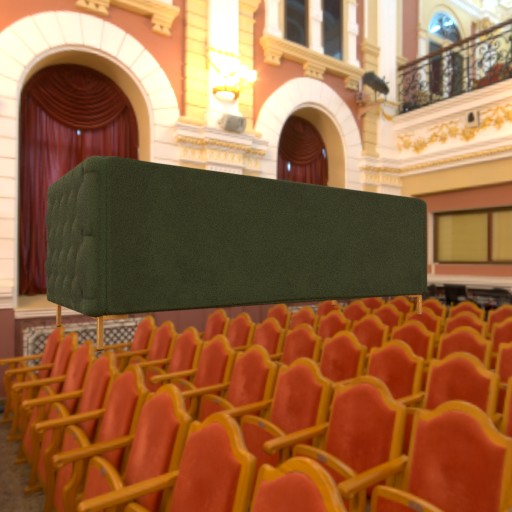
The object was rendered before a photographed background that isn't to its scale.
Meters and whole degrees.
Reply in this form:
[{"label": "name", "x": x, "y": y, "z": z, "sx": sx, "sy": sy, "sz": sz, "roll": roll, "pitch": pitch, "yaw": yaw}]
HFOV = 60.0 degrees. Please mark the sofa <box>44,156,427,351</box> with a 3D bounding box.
[{"label": "sofa", "x": 0.000, "y": 0.000, "z": 2.661, "sx": 2.209, "sy": 0.771, "sz": 0.895, "roll": 1, "pitch": -1, "yaw": -35}]
